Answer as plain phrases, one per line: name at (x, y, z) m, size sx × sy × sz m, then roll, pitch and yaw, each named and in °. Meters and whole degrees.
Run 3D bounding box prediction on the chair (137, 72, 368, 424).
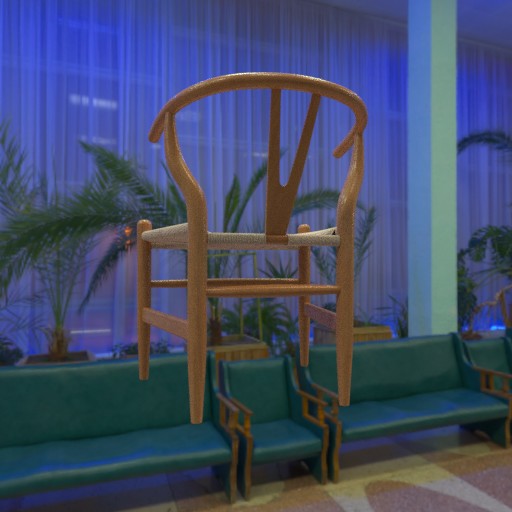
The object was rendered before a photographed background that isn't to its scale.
chair at (0.000, 0.000, 1.160) m, size 0.569 × 0.730 × 0.579 m, roll 0°, pitch -1°, yaw -19°
